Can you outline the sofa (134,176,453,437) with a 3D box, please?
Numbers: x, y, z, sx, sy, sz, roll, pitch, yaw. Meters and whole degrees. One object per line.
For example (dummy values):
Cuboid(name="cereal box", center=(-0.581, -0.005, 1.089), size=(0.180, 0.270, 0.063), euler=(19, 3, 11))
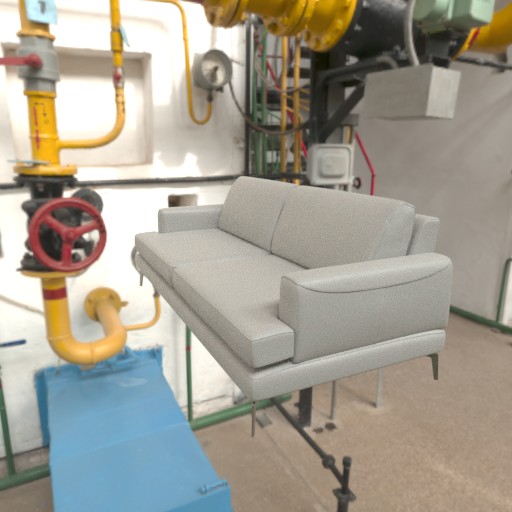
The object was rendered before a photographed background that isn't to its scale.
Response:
Cuboid(name="sofa", center=(0.000, 0.000, 2.456), size=(0.974, 0.765, 1.940), euler=(-7, 16, -25))
